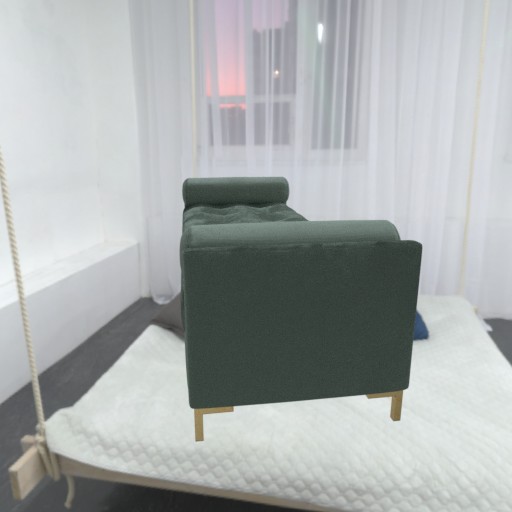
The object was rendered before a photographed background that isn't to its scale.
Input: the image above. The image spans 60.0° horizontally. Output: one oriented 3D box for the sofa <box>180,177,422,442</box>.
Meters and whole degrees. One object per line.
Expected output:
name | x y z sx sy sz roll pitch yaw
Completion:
sofa | 0.000 0.000 2.430 0.796 0.705 2.102 -2 15 -9
